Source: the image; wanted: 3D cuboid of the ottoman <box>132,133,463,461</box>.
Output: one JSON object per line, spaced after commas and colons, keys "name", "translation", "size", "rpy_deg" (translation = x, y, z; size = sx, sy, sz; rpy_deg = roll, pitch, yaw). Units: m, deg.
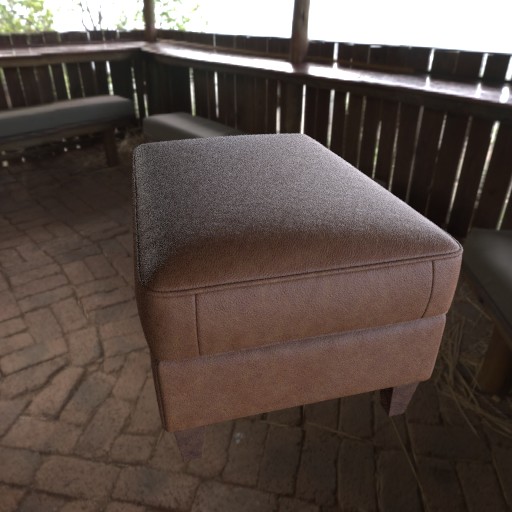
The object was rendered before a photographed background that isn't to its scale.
{"name": "ottoman", "translation": [0.000, 0.000, 1.147], "size": [0.584, 0.483, 0.864], "rpy_deg": [-7, 30, -12]}
